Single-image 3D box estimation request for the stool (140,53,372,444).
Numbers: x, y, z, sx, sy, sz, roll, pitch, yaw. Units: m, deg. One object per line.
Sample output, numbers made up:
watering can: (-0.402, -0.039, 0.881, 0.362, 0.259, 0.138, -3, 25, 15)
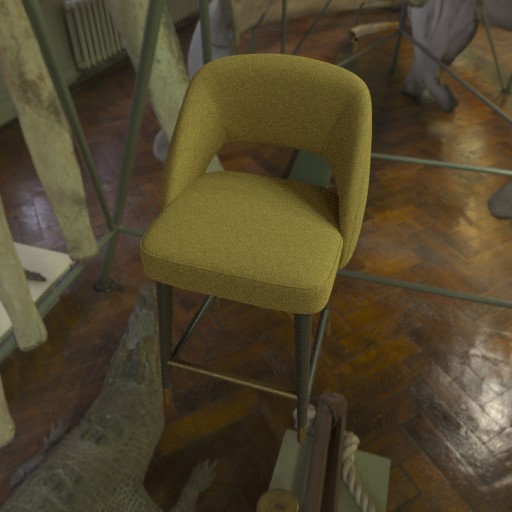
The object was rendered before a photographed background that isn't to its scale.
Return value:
stool: (0.000, 0.000, 1.246, 0.536, 0.939, 0.522, 12, 42, 13)
